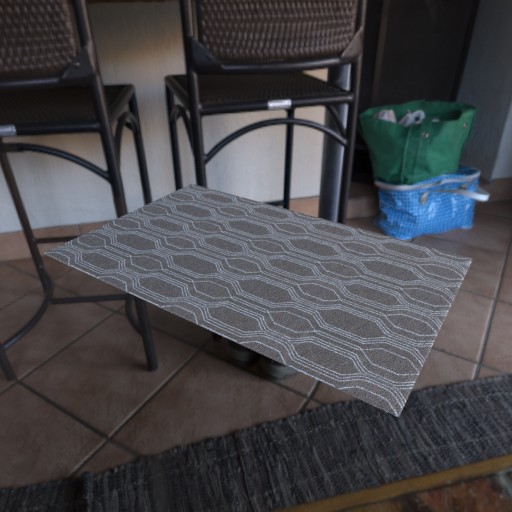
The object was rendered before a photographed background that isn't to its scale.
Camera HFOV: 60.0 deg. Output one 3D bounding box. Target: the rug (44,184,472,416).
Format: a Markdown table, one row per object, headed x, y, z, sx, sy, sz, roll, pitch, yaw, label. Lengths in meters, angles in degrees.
| x | y | z | sx | sy | sz | roll | pitch | yaw | label |
| --- | --- | --- | --- | --- | --- | --- | --- | --- | --- |
| 0.000 | 0.000 | 2.994 | 2.457 | 0.012 | 1.541 | 19 | 35 | 28 | rug |
